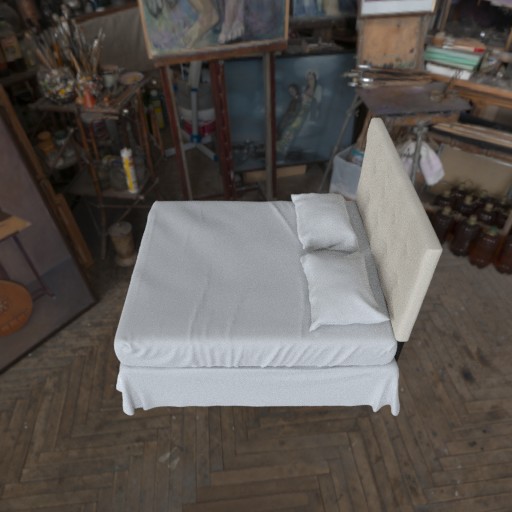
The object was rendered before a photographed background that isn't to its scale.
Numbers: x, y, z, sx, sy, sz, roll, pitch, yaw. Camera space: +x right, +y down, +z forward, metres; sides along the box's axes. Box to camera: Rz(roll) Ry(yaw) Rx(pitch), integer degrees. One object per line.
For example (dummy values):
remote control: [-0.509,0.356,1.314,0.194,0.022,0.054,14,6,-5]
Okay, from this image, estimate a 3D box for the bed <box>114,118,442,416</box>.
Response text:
bed: [0.000,0.000,3.538,2.222,1.577,1.936,0,43,0]
